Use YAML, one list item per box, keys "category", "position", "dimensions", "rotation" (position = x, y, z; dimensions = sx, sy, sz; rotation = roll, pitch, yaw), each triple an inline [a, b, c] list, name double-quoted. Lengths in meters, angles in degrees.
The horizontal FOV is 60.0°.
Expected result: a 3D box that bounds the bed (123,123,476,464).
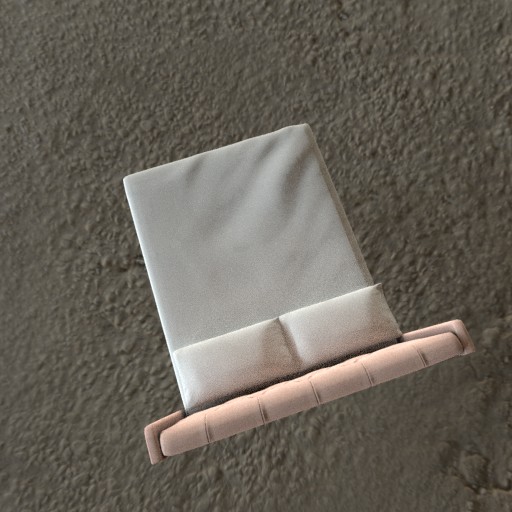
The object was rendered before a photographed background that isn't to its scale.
- category: "bed"
  position: [0.000, 0.000, 3.207]
  dimensions: [1.719, 1.665, 2.066]
  rotation: [-18, 76, -5]
